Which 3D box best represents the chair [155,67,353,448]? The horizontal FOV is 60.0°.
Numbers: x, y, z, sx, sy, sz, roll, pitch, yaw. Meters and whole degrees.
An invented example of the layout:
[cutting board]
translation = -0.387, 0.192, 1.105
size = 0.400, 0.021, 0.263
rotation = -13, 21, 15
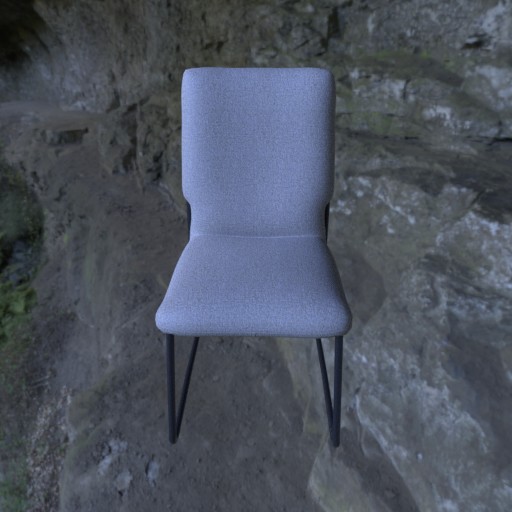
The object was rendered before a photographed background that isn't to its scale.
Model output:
[chair]
translation = 0.000, 0.000, 1.170
size = 0.448, 0.864, 0.560
rotation = 1, 30, 1
